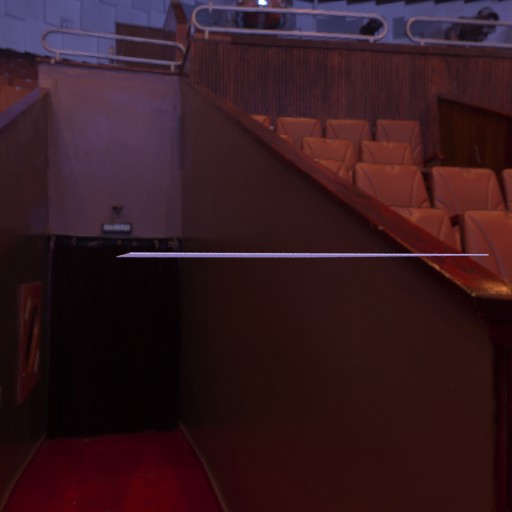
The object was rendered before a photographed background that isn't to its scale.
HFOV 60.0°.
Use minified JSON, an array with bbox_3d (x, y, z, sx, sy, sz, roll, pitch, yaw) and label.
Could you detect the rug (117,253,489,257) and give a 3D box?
[{"bbox_3d":[0.000,0.000,4.203,2.454,0.005,3.067,0,0,-19],"label":"rug"}]
